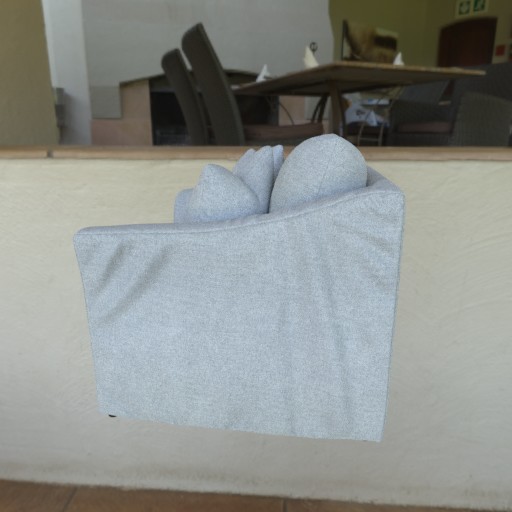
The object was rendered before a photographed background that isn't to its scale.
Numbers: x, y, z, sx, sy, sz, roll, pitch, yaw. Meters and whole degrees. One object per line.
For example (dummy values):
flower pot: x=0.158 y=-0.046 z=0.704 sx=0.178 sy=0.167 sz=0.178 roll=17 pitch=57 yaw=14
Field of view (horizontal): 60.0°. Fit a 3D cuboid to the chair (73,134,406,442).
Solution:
chair: x=0.000 y=0.000 z=1.992 sx=1.071 sy=1.059 sz=1.194 roll=2 pitch=16 yaw=8
